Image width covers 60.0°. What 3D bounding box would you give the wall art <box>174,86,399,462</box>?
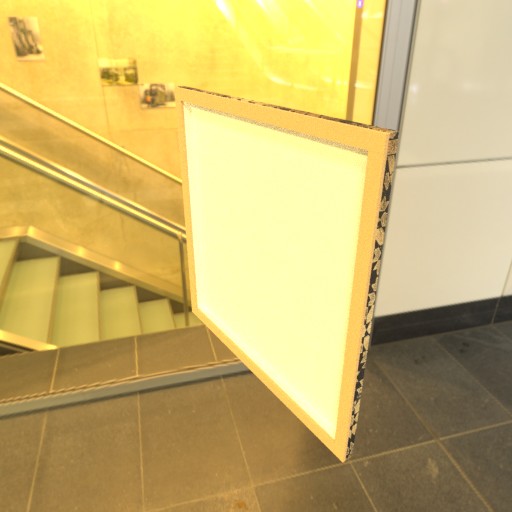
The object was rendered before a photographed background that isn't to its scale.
[{"bbox_3d":[0.000,0.000,1.382,0.038,0.914,0.914,-18,32,-31],"label":"wall art"}]
